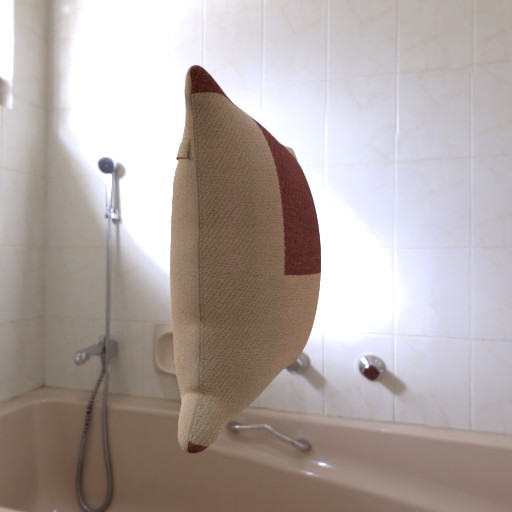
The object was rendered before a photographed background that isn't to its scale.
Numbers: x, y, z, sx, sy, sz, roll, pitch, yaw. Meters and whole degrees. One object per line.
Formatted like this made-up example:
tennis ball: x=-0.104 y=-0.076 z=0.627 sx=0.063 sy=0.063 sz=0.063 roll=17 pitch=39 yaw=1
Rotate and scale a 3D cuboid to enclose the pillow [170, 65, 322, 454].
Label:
pillow: x=0.000 y=0.000 z=0.804 sx=0.229 sy=0.506 sz=0.536 roll=0 pitch=-1 yaw=18
